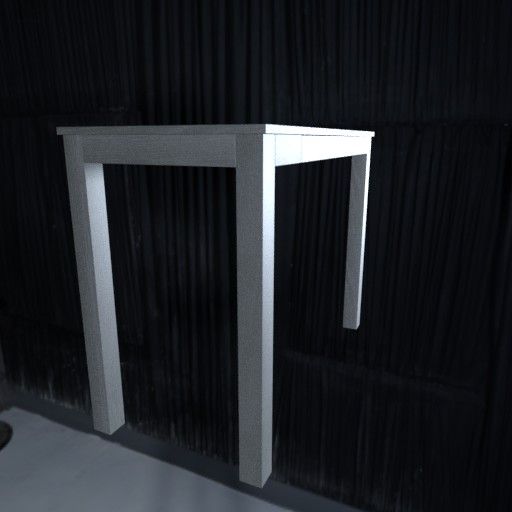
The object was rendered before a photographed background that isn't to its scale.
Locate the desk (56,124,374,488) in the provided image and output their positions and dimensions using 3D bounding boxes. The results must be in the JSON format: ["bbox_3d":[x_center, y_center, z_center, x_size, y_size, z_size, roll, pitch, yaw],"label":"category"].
[{"bbox_3d":[0.000,0.000,1.395,0.499,0.762,0.991,7,16,24],"label":"desk"}]
